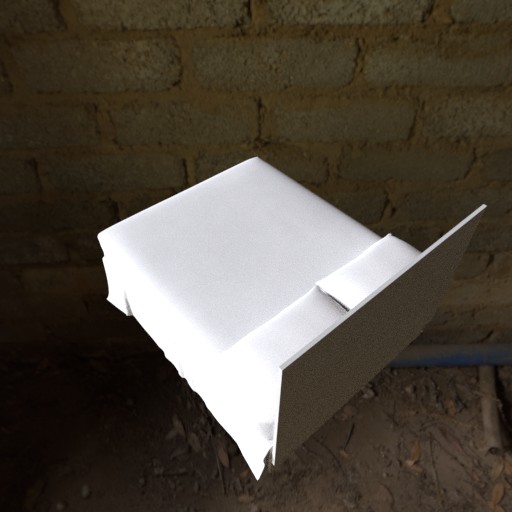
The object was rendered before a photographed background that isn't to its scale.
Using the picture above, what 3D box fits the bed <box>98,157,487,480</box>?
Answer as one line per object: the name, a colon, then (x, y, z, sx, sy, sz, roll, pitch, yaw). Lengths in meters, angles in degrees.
bed: (0.000, 0.000, 3.182, 1.745, 1.335, 2.094, -32, 54, -27)
